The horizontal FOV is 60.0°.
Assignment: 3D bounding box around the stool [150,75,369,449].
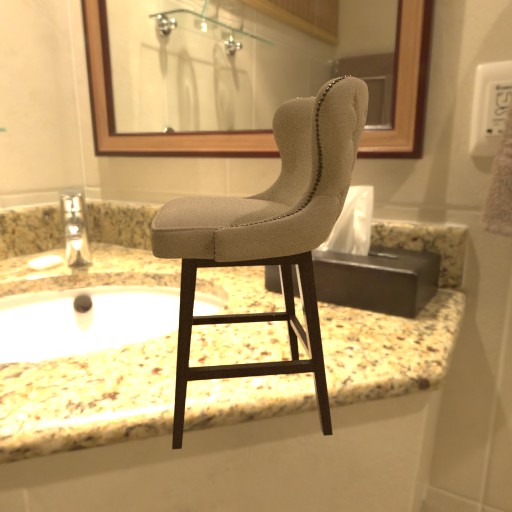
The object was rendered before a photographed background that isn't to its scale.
[{"bbox_3d":[0.000,0.000,1.356,0.597,0.972,0.615,-2,14,-7],"label":"stool"}]
